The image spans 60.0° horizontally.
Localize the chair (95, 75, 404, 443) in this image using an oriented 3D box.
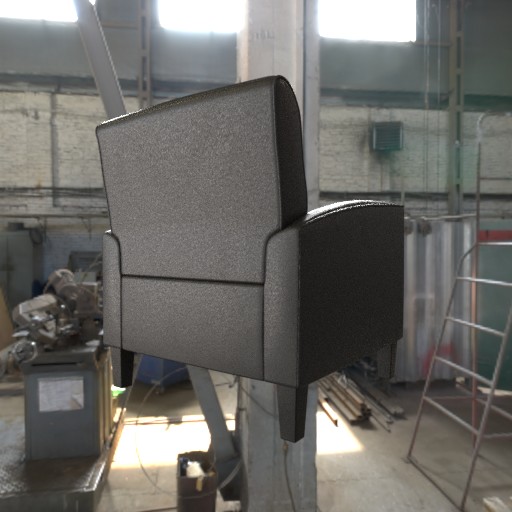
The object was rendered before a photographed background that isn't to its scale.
[{"bbox_3d":[0.000,0.000,1.591,0.820,0.916,0.819,1,2,37],"label":"chair"}]
